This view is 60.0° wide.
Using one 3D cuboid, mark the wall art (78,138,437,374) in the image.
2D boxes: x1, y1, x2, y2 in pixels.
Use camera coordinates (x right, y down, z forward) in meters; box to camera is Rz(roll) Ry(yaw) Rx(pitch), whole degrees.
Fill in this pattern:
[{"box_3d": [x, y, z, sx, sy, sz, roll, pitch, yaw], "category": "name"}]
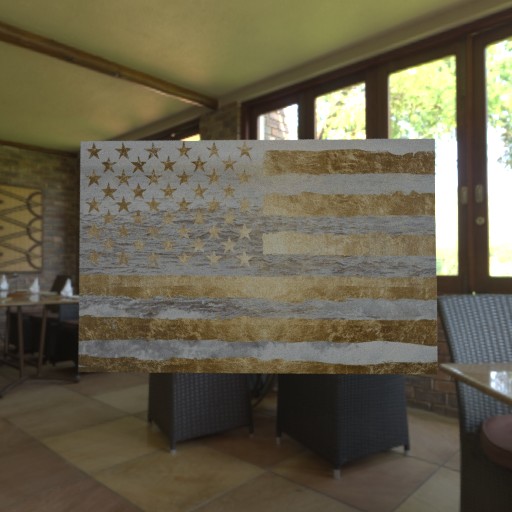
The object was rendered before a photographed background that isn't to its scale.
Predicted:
[{"box_3d": [0.000, 0.000, 1.171, 0.932, 0.610, 0.027, 0, -1, 2], "category": "wall art"}]
